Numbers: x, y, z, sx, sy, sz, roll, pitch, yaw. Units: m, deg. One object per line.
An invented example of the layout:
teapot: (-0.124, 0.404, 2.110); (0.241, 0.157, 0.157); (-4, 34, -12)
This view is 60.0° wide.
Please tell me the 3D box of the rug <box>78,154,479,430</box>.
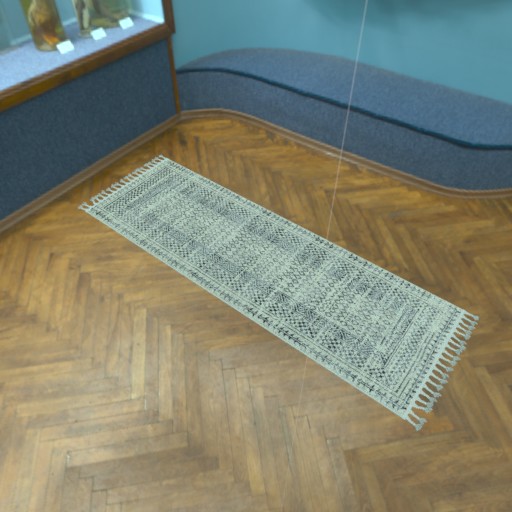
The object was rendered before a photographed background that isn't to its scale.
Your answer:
rug: (0.000, 0.000, 2.693); (2.480, 0.013, 0.786); (30, 54, 24)
